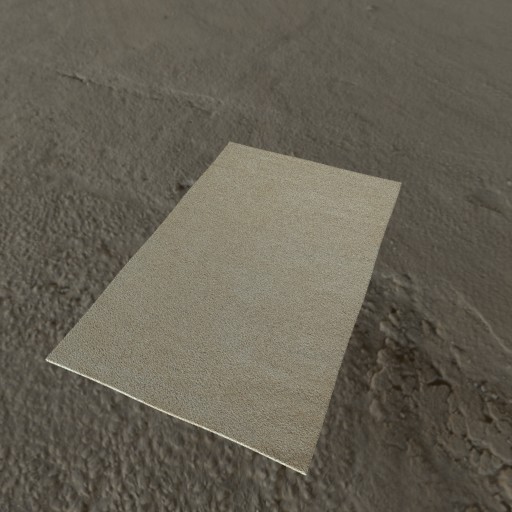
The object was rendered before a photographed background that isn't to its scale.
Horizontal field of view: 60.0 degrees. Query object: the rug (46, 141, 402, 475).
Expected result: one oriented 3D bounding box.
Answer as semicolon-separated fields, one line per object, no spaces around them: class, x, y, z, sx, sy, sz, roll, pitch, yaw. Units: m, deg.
rug;0.000;0.000;2.964;1.500;0.025;2.346;17;49;16
